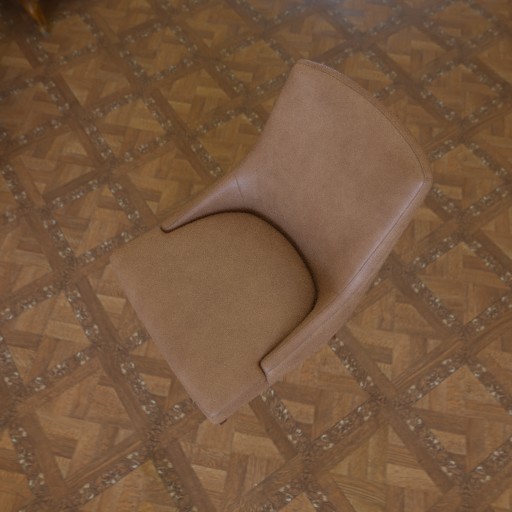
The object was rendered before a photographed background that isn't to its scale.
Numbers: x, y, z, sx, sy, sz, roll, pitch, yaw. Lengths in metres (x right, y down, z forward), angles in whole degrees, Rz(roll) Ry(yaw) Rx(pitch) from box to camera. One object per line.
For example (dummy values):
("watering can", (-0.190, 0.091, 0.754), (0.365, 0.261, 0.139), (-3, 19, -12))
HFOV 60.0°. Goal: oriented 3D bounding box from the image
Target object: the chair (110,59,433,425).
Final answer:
("chair", (0.000, 0.000, 1.504), (0.861, 0.909, 0.701), (-32, 67, -15))
